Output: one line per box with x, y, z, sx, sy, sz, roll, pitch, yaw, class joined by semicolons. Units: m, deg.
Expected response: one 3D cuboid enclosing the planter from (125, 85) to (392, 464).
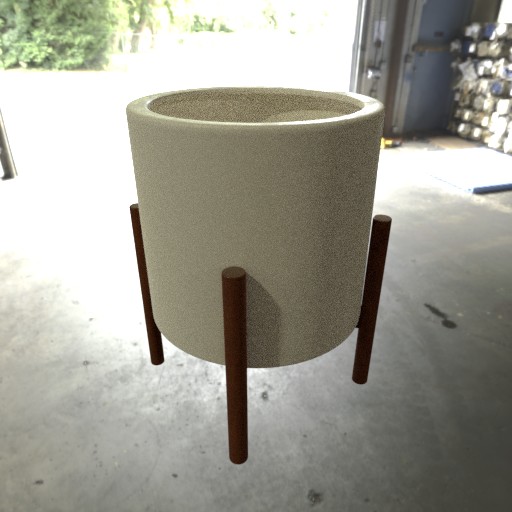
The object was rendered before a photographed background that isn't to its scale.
0.000;0.000;0.870;0.421;0.581;0.420;-18;32;-30;planter
